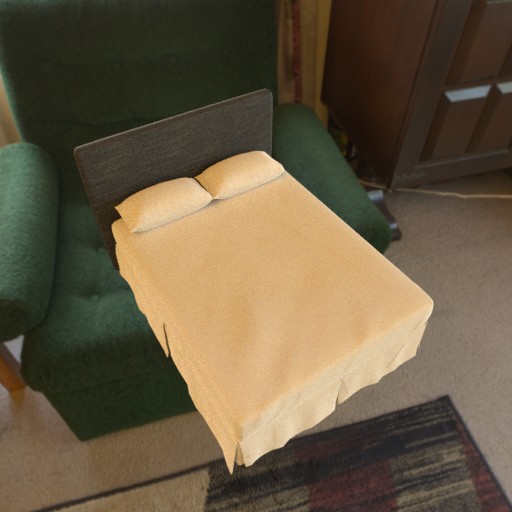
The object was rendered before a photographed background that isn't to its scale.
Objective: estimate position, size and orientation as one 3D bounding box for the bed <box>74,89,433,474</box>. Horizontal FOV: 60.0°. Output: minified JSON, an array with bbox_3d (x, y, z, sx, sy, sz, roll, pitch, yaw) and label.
[{"bbox_3d":[0.000,0.000,3.275,1.723,1.330,2.142,-25,52,-22],"label":"bed"}]
